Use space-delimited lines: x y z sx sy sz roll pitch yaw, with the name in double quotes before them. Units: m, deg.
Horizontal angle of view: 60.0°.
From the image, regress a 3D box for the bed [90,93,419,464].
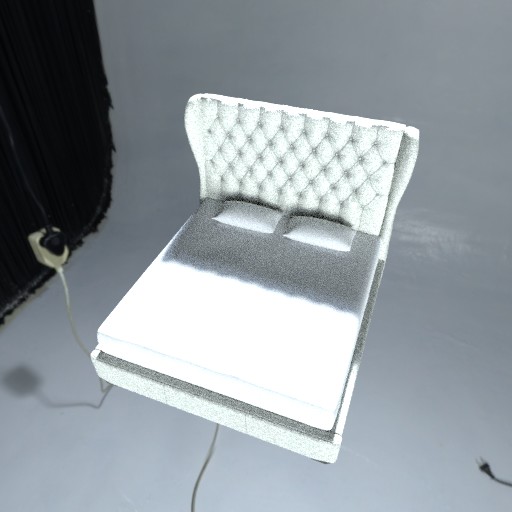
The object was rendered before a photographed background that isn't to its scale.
"bed" 0.000 0.000 3.887 2.219 1.771 2.347 14 44 16
